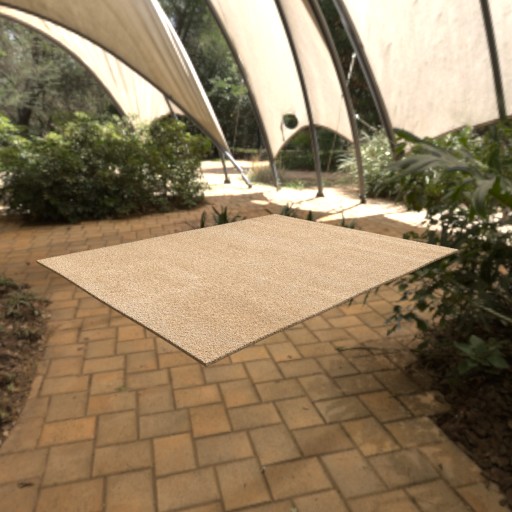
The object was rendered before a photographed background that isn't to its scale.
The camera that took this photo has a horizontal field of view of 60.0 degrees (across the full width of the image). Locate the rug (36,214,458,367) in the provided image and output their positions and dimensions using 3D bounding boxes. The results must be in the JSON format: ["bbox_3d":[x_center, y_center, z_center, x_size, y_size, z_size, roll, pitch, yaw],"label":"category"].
[{"bbox_3d":[0.000,0.000,4.024,3.000,0.025,2.400,-15,22,-42],"label":"rug"}]
